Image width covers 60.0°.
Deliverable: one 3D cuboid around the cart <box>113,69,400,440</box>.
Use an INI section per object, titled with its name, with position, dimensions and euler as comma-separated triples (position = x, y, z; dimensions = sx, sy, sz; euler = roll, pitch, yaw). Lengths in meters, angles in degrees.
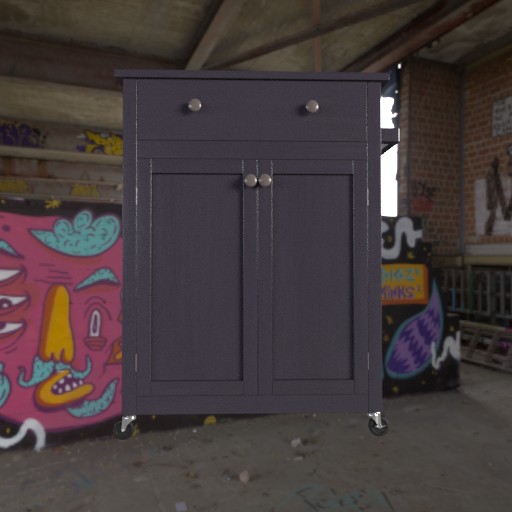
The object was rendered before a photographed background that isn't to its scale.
[cart]
position = 0.000, 0.000, 1.266
dimensions = 0.690, 0.878, 0.449
euler = 0, -1, -2
